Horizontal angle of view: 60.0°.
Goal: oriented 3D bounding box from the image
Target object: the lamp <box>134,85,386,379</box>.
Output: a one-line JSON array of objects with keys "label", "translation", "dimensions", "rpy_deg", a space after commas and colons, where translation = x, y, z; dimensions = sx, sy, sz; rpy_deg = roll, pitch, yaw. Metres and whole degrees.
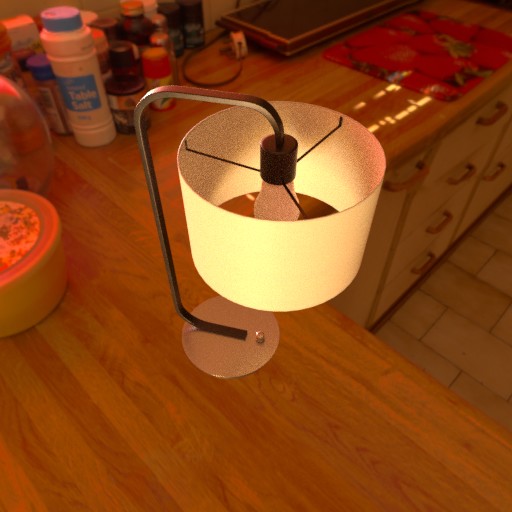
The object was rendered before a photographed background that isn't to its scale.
[{"label": "lamp", "translation": [0.000, 0.000, 0.629], "dimensions": [0.288, 0.473, 0.230], "rpy_deg": [11, 48, 10]}]
